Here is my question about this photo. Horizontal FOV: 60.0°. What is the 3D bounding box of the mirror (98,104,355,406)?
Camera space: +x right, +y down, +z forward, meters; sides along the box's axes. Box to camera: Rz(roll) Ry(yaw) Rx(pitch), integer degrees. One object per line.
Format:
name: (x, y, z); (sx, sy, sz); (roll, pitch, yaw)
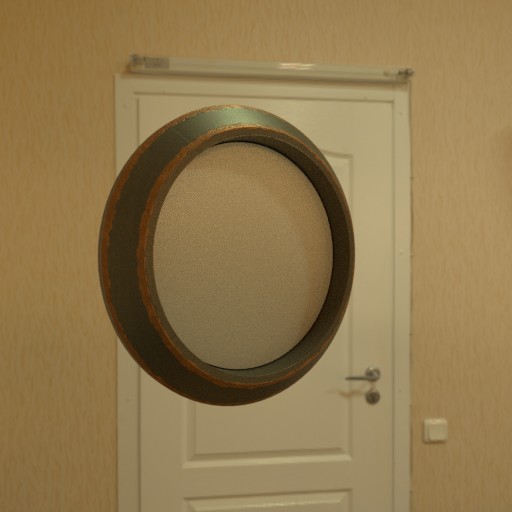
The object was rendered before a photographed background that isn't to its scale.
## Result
mirror: (0.000, 0.000, 1.342); (0.907, 0.907, 0.111); (-1, 1, -35)
